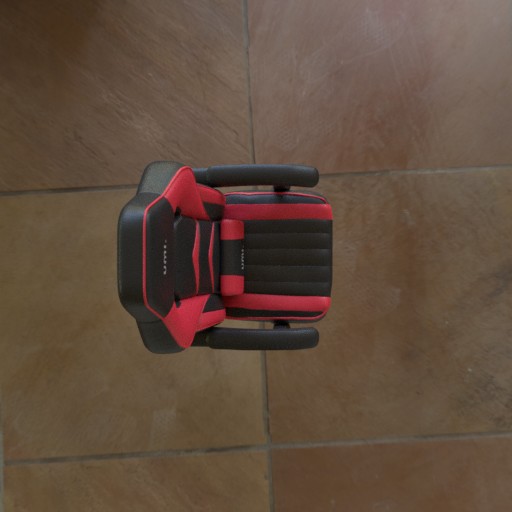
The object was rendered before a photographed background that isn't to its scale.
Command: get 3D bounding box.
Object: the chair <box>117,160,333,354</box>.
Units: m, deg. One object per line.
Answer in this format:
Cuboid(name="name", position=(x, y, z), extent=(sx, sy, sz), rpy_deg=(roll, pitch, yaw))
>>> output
Cuboid(name="chair", position=(0.000, 0.000, 1.670), extent=(0.700, 1.220, 0.700), rpy_deg=(0, 90, 0))
